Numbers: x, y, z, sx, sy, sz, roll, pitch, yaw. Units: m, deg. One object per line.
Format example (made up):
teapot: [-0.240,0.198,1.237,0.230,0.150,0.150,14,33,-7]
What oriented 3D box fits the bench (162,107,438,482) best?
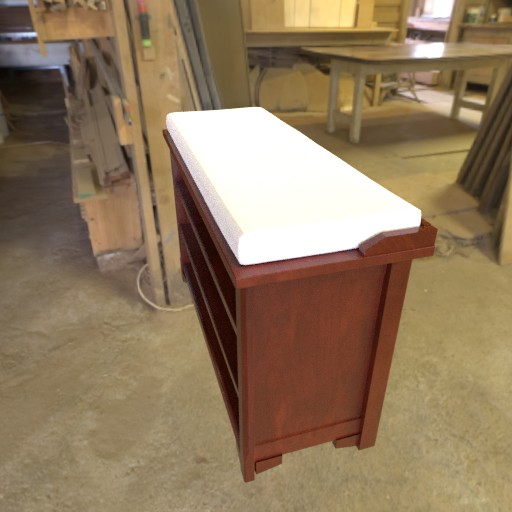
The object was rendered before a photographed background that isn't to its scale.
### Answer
bench: [0.000,0.000,1.284,0.369,0.646,0.987,-9,31,-15]
